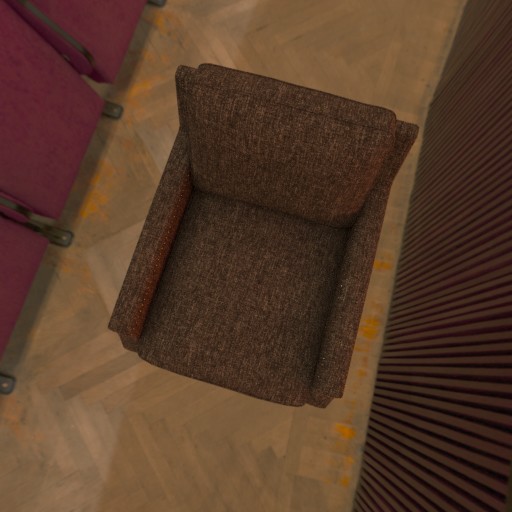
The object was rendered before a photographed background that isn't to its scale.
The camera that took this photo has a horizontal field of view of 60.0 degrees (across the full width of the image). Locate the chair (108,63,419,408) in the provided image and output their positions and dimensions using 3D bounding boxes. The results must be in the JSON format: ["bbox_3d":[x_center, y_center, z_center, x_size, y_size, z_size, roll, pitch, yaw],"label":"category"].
[{"bbox_3d":[0.000,0.000,1.700,0.853,0.943,1.014,16,77,4],"label":"chair"}]
